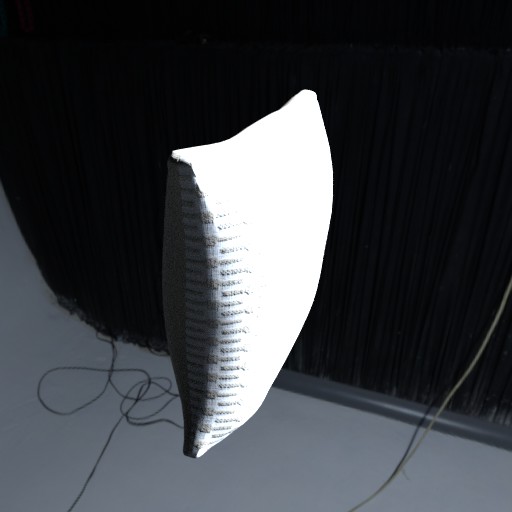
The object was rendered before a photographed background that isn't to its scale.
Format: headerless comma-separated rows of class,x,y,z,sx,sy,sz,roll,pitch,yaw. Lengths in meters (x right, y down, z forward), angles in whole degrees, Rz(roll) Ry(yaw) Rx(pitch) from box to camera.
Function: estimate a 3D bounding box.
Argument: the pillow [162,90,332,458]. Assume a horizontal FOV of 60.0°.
pillow,0.000,0.000,0.779,0.219,0.491,0.496,11,30,19
